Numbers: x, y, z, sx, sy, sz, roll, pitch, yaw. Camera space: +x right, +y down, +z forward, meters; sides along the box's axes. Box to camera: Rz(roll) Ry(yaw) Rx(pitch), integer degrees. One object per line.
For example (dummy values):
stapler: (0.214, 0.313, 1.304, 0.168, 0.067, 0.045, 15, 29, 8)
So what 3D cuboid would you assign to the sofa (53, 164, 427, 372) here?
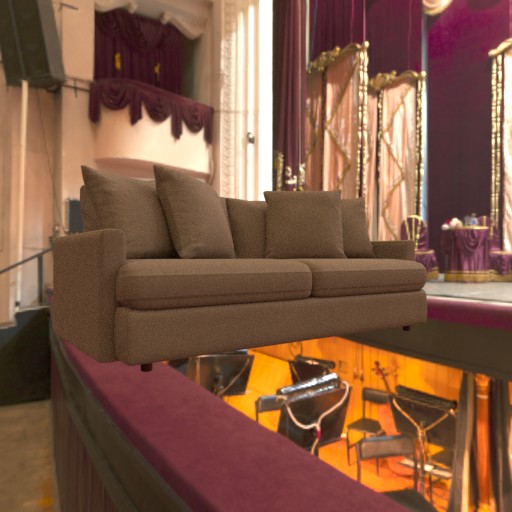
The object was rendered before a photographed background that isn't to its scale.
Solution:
sofa: (0.000, 0.000, 3.061, 2.380, 1.084, 1.228, 0, 0, -36)
